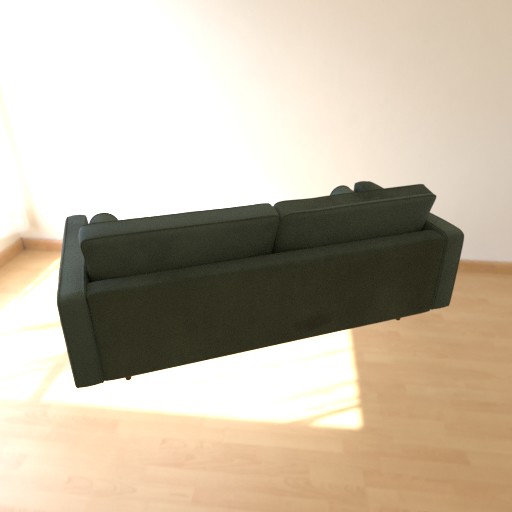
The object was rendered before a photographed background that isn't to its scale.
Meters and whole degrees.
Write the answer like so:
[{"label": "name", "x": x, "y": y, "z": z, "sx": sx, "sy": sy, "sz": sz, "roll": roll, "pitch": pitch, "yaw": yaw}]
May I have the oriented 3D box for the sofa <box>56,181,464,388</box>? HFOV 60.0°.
[{"label": "sofa", "x": 0.000, "y": 0.000, "z": 2.342, "sx": 1.880, "sy": 0.772, "sz": 0.916, "roll": -9, "pitch": 29, "yaw": -17}]
